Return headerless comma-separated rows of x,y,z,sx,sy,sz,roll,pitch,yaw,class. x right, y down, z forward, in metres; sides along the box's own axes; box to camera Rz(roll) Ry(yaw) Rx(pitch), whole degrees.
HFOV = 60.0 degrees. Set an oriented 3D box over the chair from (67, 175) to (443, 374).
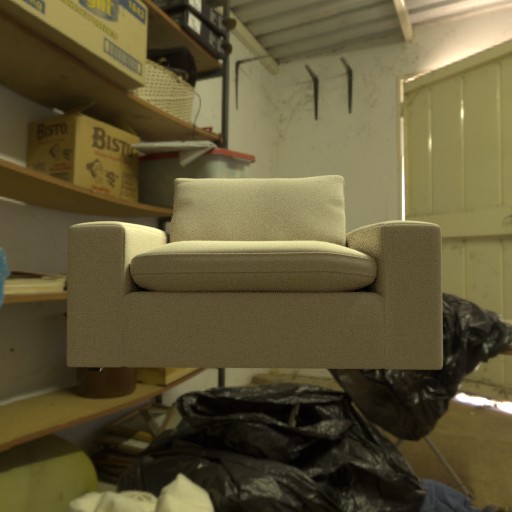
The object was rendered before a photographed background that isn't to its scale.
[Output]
0.000,0.000,2.093,1.398,0.915,1.039,0,-1,2,chair
